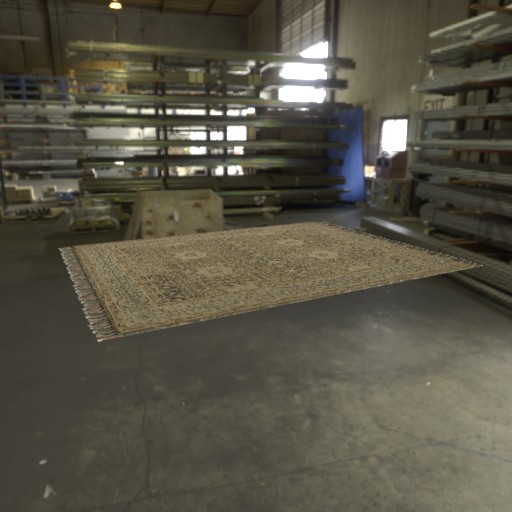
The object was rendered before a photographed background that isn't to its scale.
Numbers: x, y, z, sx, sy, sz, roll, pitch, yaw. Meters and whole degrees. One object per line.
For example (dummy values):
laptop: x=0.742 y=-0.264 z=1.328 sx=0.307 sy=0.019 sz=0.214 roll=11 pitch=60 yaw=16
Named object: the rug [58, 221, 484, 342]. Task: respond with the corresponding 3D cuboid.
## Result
rug: x=0.000 y=0.000 z=4.214 sx=3.291 sy=0.017 sz=2.431 roll=-8 pitch=17 yaw=-27
